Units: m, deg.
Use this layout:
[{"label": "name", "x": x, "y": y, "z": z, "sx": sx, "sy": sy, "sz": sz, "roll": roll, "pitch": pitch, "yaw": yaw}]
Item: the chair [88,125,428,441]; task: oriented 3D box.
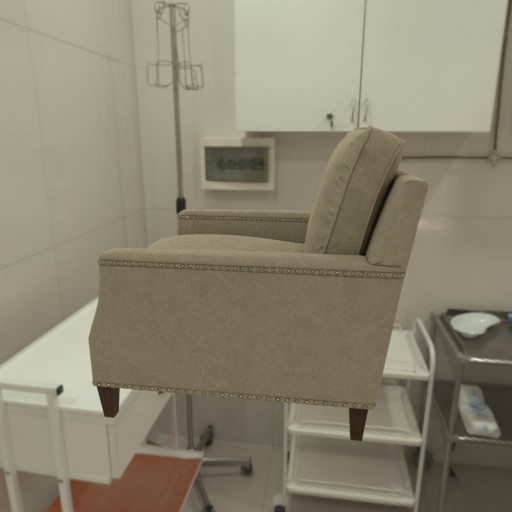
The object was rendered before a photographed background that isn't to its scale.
[{"label": "chair", "x": 0.000, "y": 0.000, "z": 1.684, "sx": 1.014, "sy": 0.943, "sz": 0.853, "roll": 2, "pitch": 16, "yaw": 8}]
